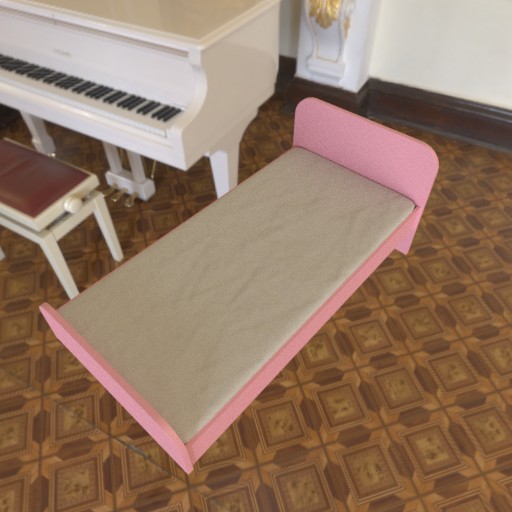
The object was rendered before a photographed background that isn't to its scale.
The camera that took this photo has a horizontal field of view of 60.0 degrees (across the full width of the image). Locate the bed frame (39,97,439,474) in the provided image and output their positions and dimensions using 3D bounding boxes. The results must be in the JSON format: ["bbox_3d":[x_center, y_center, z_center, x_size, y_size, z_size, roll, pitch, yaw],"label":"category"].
[{"bbox_3d":[0.000,0.000,2.420,0.998,0.805,1.963,33,56,27],"label":"bed frame"}]
